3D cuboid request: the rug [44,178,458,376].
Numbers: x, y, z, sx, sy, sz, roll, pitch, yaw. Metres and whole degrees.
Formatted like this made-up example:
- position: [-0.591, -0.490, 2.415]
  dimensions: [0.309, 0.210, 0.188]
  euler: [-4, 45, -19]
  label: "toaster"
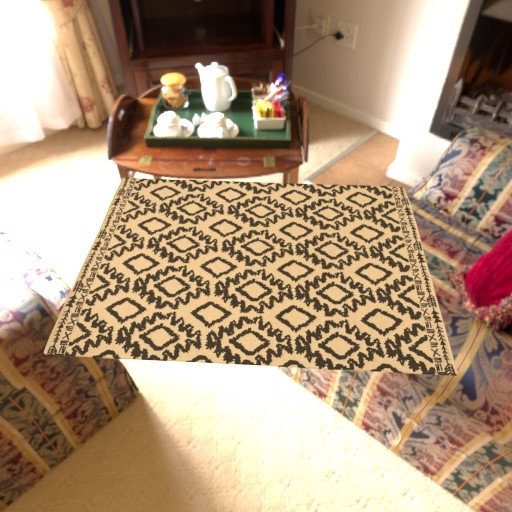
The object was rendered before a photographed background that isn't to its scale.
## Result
- position: [0.000, 0.000, 4.396]
  dimensions: [3.369, 0.036, 2.444]
  euler: [2, 46, 2]
  label: "rug"
